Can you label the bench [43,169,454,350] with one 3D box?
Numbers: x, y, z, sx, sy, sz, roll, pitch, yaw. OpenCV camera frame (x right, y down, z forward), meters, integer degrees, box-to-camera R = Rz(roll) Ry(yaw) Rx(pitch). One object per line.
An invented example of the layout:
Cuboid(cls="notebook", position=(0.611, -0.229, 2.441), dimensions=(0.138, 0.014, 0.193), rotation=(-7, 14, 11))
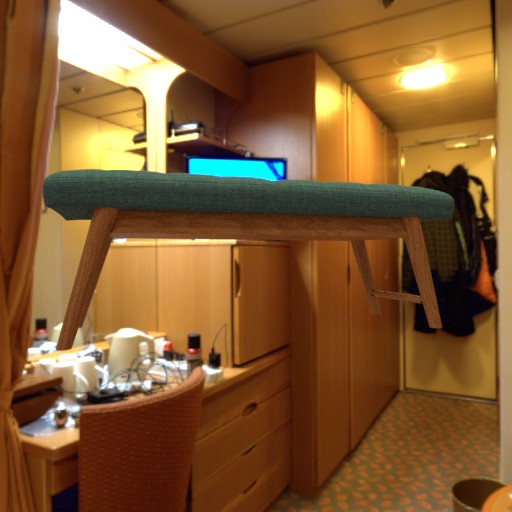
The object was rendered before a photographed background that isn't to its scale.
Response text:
Cuboid(cls="bench", position=(0.000, 0.000, 1.339), dimensions=(1.118, 0.432, 0.406), rotation=(0, 0, -17))
